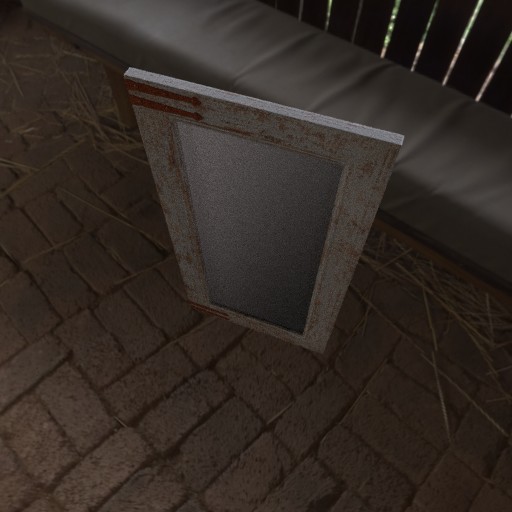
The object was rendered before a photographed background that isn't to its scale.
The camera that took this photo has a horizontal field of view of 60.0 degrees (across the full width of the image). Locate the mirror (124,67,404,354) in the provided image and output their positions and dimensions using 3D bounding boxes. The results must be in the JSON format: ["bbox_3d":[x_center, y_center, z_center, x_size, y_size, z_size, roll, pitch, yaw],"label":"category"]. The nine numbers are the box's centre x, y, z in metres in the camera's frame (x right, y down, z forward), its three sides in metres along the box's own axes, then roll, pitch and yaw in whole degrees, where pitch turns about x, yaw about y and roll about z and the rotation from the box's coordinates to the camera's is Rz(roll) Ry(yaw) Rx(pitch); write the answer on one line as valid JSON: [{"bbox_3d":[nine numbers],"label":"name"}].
[{"bbox_3d":[0.000,0.000,1.102,0.472,0.922,0.027,18,60,11],"label":"mirror"}]
